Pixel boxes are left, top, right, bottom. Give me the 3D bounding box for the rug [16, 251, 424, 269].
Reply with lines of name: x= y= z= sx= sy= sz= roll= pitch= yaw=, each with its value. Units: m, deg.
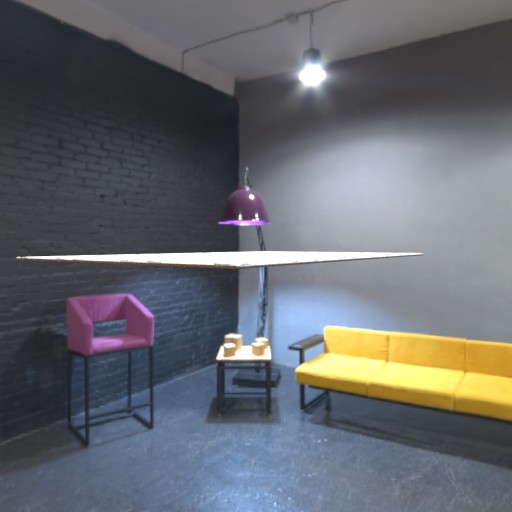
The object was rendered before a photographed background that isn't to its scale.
rug: x=0.000 y=0.000 z=2.918 sx=1.521 sy=0.017 sz=2.365 roll=1 pitch=2 yaw=35
